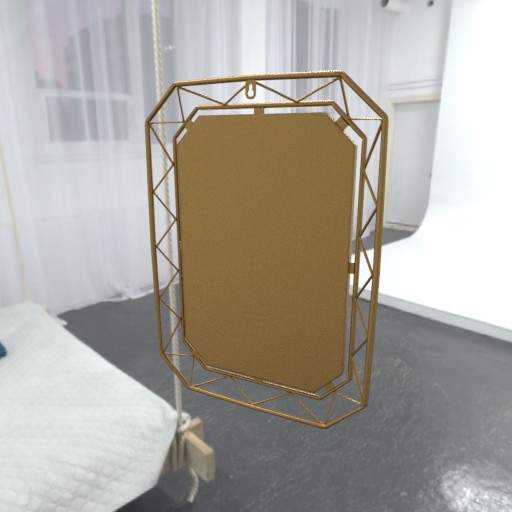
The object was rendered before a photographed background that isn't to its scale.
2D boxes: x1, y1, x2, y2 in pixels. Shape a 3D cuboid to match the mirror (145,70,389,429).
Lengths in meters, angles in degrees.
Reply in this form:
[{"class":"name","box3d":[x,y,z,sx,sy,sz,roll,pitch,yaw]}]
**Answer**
[{"class":"mirror","box3d":[0.000,0.000,0.746,0.417,0.566,0.042,7,17,25]}]
